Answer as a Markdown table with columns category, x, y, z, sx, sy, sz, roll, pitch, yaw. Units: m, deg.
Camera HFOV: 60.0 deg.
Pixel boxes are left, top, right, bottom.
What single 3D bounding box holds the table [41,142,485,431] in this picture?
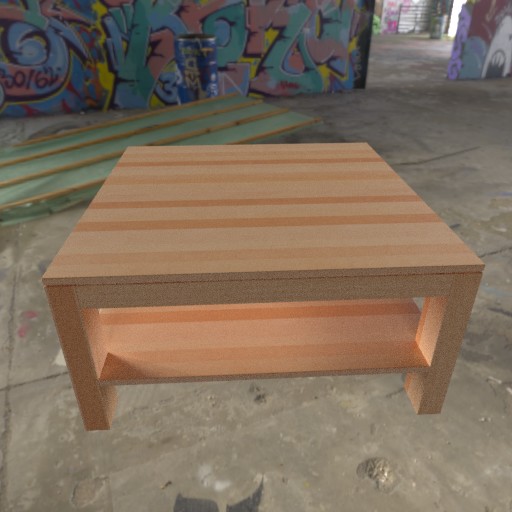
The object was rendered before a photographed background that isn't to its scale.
| category | x | y | z | sx | sy | sz | roll | pitch | yaw |
| --- | --- | --- | --- | --- | --- | --- | --- | --- | --- |
| table | 0.000 | 0.000 | 1.395 | 0.900 | 0.450 | 0.900 | -2 | 30 | -3 |
